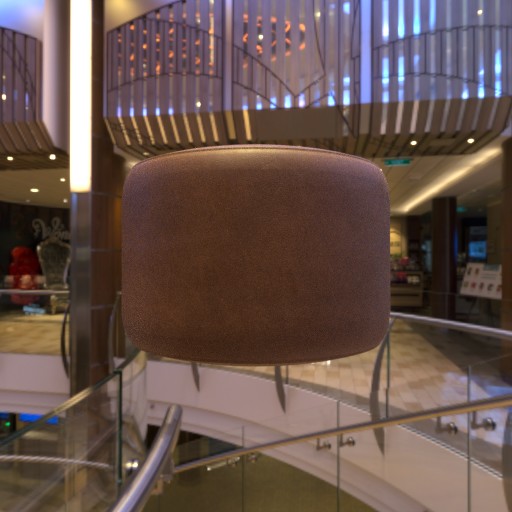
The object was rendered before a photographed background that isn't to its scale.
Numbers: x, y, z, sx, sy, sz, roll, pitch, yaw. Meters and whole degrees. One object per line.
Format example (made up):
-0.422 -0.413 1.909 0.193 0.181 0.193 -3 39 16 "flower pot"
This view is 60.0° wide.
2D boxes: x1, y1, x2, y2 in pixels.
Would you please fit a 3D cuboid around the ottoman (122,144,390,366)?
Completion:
0.000 0.000 1.048 0.607 0.438 0.607 0 0 0 "ottoman"
